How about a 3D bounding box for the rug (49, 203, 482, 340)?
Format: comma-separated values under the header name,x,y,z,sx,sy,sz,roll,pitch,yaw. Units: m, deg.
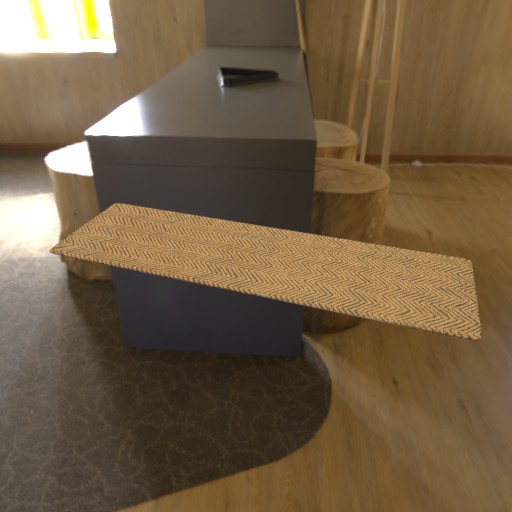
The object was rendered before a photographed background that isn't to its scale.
name,x,y,z,sx,sy,sz,roll,pitch,yaw
rug,0.000,0.000,2.491,2.286,0.008,0.686,10,33,16
